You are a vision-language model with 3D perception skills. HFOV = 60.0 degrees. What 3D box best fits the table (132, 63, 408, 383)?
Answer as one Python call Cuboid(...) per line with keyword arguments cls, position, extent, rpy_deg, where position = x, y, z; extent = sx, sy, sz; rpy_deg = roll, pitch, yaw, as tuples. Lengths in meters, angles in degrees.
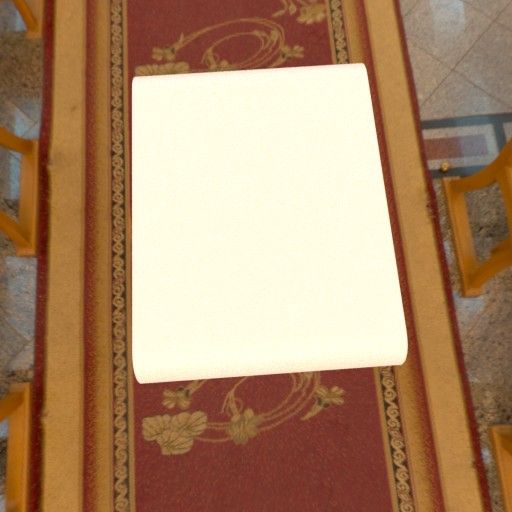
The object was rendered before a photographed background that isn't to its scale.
Cuboid(cls="table", position=(0.000, 0.000, 0.880), extent=(0.350, 0.590, 0.450), rpy_deg=(-4, 76, -1))
